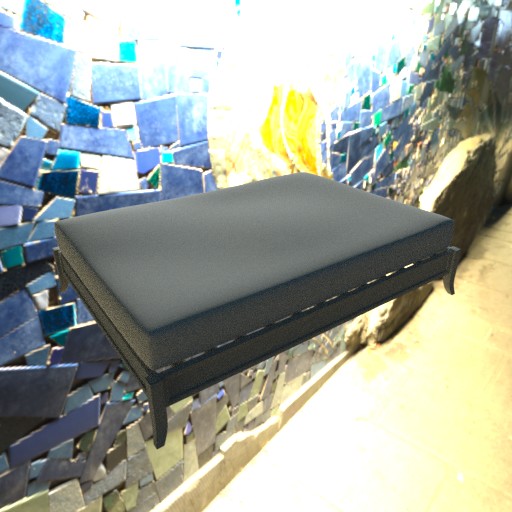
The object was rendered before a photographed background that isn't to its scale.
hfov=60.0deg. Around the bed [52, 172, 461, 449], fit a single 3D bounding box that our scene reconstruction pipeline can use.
[{"bbox_3d":[0.000,0.000,2.642,1.985,0.510,1.460,-18,31,-32],"label":"bed"}]
